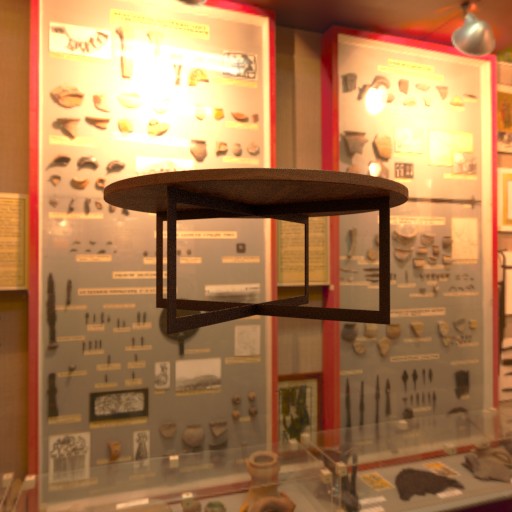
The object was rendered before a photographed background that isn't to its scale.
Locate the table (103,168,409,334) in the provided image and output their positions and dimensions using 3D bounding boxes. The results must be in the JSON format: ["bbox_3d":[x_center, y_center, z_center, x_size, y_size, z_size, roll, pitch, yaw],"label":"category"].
[{"bbox_3d":[0.000,0.000,1.941,1.264,0.516,1.264,0,0,0],"label":"table"}]
